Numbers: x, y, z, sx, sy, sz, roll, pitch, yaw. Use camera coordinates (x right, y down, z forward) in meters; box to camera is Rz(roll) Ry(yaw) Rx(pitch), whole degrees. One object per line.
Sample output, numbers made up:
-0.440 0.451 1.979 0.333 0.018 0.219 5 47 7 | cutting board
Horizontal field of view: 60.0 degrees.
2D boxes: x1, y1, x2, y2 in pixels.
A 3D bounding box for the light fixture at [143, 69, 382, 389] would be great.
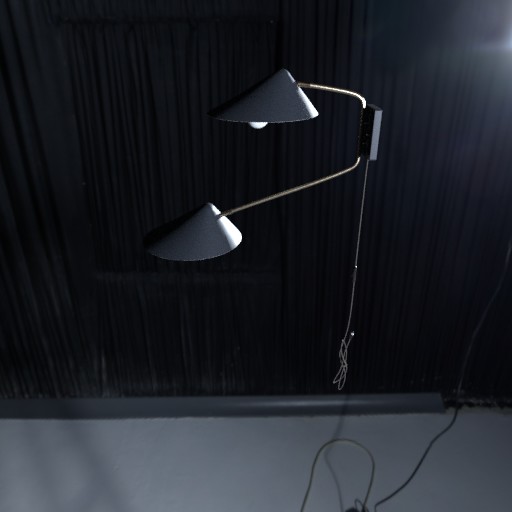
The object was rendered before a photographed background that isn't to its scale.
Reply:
0.000 0.000 0.854 0.422 0.665 0.189 -1 26 -1 | light fixture
